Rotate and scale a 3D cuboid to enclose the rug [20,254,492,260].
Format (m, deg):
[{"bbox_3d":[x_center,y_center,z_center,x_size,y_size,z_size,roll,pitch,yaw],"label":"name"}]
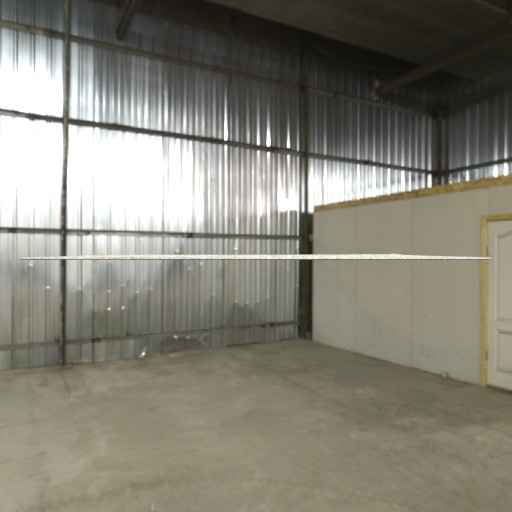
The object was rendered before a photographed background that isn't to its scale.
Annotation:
[{"bbox_3d":[0.000,0.000,3.057,2.447,0.021,1.527,0,1,0],"label":"rug"}]
